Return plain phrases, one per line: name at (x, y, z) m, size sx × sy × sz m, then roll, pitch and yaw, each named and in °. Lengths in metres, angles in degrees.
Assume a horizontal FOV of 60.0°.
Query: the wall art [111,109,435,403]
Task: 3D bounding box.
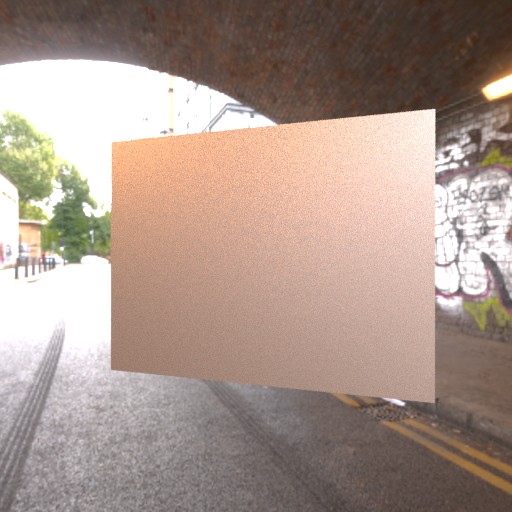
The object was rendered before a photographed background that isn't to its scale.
wall art at (0.000, 0.000, 1.413) m, size 1.056 × 0.801 × 0.066 m, roll 0°, pitch 0°, yaw 19°
